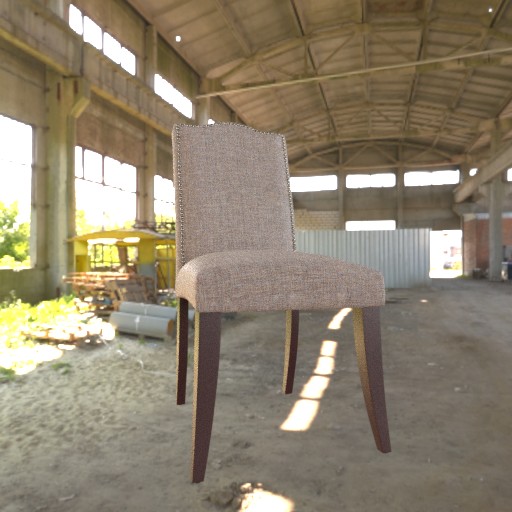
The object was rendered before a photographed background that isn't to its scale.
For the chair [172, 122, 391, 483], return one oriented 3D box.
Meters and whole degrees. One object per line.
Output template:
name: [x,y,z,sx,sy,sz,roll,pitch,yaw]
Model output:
chair: [0.000,0.000,1.374,0.513,1.016,0.660,0,-1,-18]
